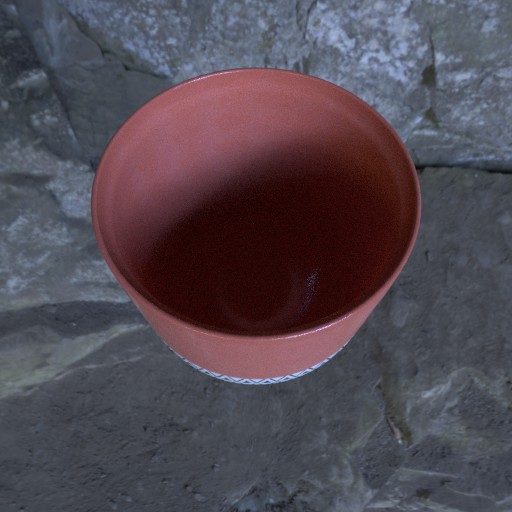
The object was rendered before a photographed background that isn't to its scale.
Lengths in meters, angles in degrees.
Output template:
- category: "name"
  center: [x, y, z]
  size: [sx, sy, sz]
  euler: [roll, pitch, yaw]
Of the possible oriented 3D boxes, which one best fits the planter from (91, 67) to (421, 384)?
- category: "planter"
  center: [0.000, 0.000, 0.480]
  size: [0.266, 0.270, 0.266]
  euler: [0, 63, 0]
